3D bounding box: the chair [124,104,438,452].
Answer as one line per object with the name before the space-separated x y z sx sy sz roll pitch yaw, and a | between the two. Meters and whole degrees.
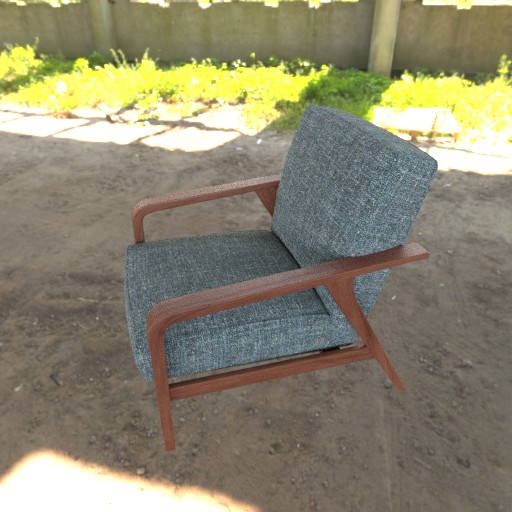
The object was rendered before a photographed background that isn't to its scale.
chair | 0.000 0.000 1.502 0.889 0.864 0.719 -9 32 -14
